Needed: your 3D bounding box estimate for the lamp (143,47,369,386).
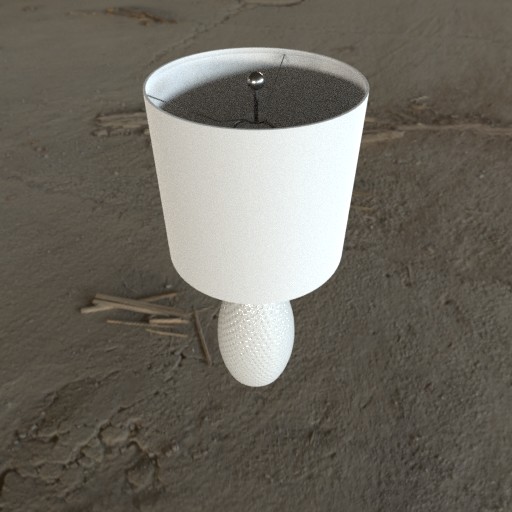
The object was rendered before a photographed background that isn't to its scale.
[{"bbox_3d":[0.000,0.000,0.576,0.214,0.466,0.214,12,43,14],"label":"lamp"}]
